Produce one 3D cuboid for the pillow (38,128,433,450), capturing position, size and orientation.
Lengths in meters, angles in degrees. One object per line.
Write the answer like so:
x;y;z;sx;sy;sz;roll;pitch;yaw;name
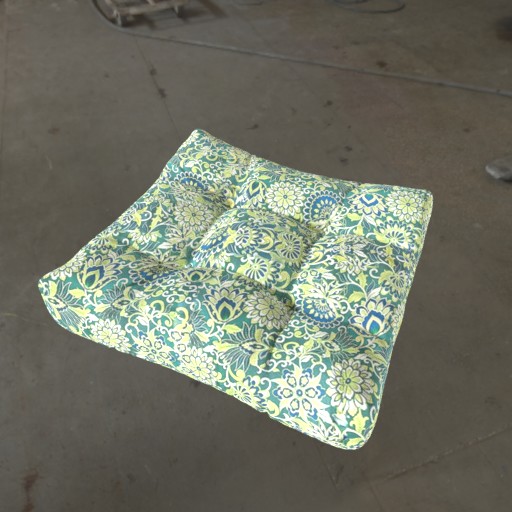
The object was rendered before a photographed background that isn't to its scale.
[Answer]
0.000;0.000;0.722;0.490;0.128;0.468;18;50;16;pillow
